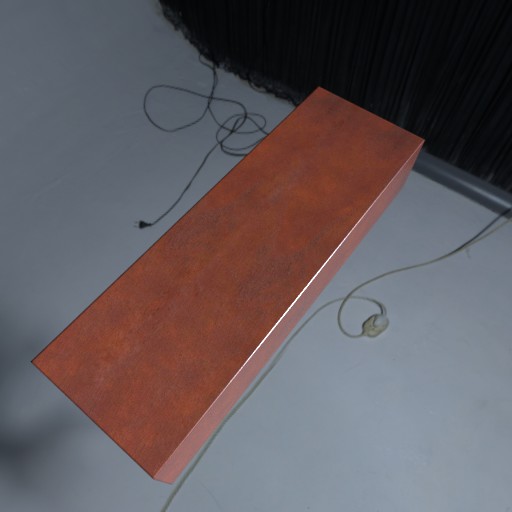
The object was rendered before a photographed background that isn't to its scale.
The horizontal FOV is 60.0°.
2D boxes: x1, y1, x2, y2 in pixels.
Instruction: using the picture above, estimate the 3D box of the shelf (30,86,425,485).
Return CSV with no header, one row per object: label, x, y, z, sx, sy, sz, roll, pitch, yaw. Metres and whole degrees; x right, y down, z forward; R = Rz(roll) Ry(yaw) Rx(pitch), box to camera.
shelf,0.000,0.000,0.499,0.152,0.088,0.457,34,66,18
